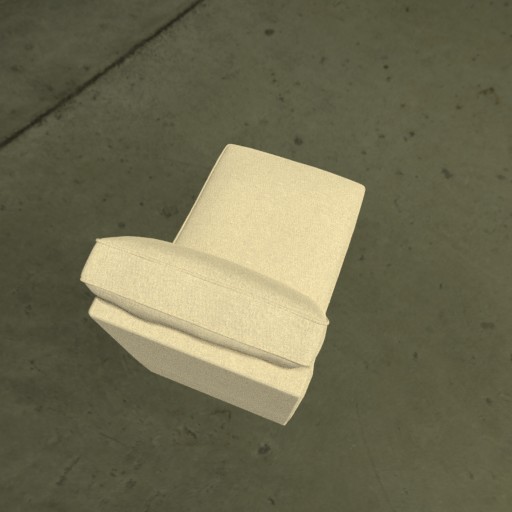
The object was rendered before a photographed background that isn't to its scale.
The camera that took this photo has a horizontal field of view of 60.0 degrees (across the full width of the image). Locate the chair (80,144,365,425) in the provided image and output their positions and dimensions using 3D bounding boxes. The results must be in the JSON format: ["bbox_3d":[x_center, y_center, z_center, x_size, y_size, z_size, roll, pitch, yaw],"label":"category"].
[{"bbox_3d":[0.000,0.000,1.598,0.621,0.970,0.938,19,65,9],"label":"chair"}]
